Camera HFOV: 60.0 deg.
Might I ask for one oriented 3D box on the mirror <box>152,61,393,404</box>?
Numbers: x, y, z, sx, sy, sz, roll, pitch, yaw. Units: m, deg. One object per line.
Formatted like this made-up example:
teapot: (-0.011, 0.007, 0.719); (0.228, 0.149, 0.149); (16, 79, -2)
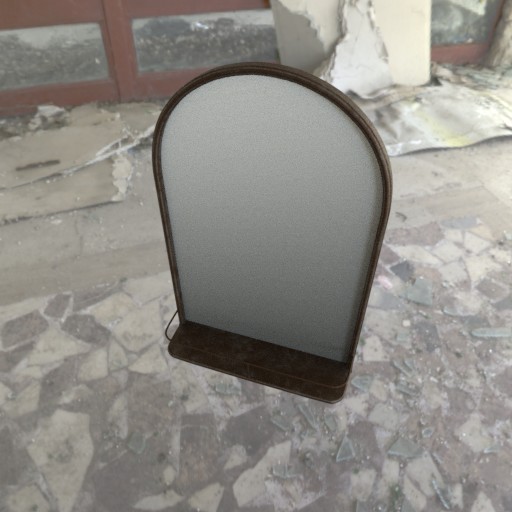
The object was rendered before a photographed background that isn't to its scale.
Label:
mirror: (0.000, 0.000, 0.965); (0.510, 0.770, 0.137); (13, 43, 14)
